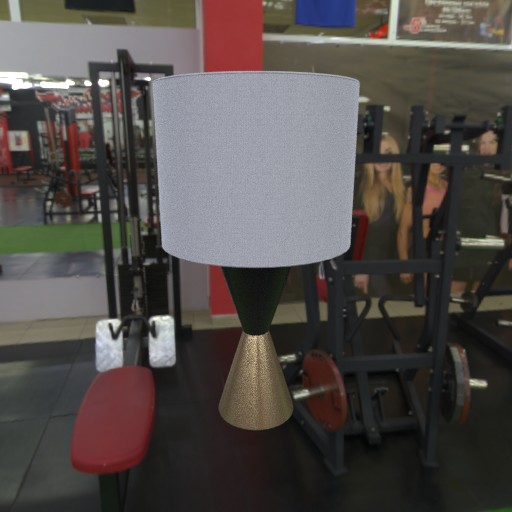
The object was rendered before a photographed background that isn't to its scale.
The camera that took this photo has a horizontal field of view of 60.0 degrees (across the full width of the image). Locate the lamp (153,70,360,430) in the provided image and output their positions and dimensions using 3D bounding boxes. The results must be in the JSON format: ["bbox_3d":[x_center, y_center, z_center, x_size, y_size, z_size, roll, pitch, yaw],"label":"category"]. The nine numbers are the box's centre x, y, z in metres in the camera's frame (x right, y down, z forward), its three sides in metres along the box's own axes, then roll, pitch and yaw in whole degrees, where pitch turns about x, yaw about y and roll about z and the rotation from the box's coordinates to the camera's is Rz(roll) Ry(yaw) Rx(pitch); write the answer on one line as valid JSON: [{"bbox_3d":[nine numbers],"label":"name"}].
[{"bbox_3d":[0.000,0.000,0.738,0.304,0.573,0.304,-2,16,-8],"label":"lamp"}]
